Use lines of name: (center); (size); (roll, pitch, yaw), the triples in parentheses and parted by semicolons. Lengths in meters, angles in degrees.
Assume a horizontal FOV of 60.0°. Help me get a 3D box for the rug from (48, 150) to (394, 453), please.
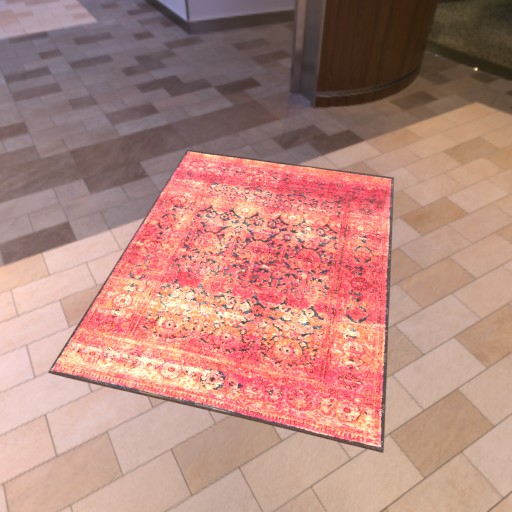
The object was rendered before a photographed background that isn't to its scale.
rug: (0.000, 0.000, 4.059); (2.411, 0.020, 3.032); (10, 47, 9)
